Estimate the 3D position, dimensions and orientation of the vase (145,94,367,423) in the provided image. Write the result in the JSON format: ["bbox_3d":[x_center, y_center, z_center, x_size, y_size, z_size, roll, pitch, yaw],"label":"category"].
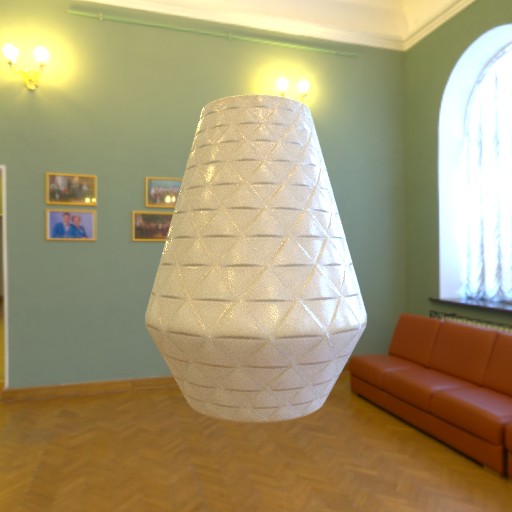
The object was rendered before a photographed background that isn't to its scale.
[{"bbox_3d":[0.000,0.000,0.359,0.175,0.230,0.175,0,0,0],"label":"vase"}]
